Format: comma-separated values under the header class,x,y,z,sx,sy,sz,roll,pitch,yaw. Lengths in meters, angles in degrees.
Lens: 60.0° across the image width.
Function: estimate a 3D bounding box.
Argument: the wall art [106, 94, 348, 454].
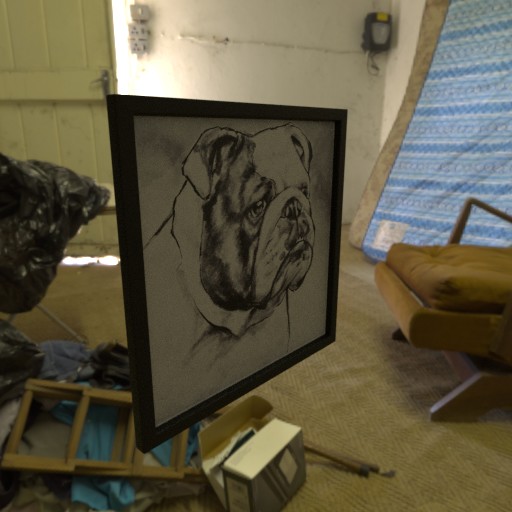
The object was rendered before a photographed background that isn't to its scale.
class,x,y,z,sx,sy,sz,roll,pitch,yaw
wall art,0.000,0.000,0.695,0.022,0.453,0.456,14,21,41
